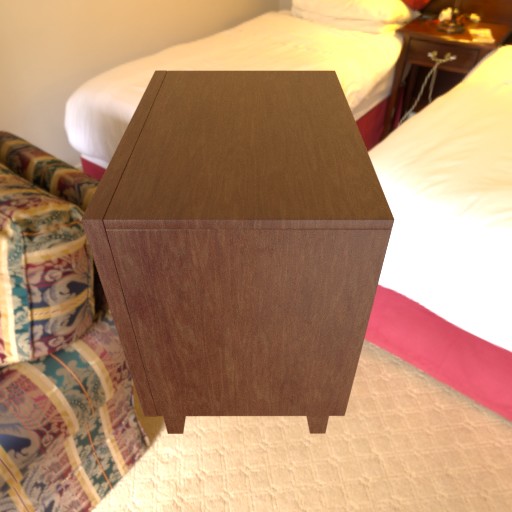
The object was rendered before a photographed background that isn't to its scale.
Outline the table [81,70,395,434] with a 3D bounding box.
[{"bbox_3d":[0.000,0.000,0.976,0.449,0.609,0.557,0,41,0],"label":"table"}]
